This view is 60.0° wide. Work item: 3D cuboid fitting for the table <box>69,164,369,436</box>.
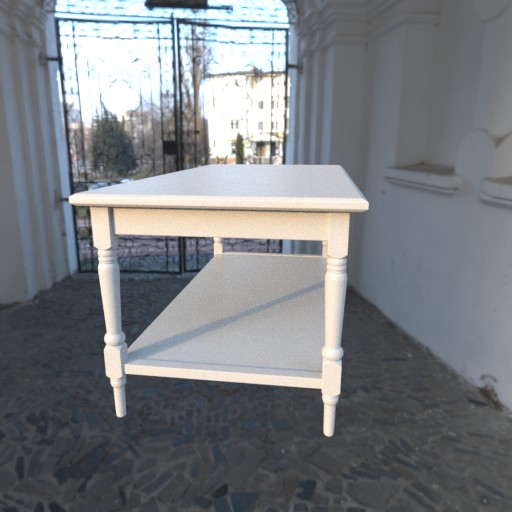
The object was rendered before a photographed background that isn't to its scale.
[{"bbox_3d":[0.000,0.000,1.387,0.551,0.506,1.109,2,15,8],"label":"table"}]
